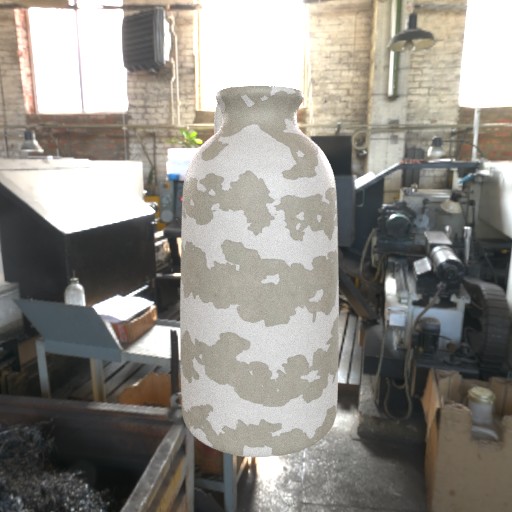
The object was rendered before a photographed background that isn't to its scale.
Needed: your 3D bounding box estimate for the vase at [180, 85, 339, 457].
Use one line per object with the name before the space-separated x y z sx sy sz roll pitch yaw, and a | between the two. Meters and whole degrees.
vase | 0.000 0.000 0.506 0.186 0.382 0.203 -7 14 -27
